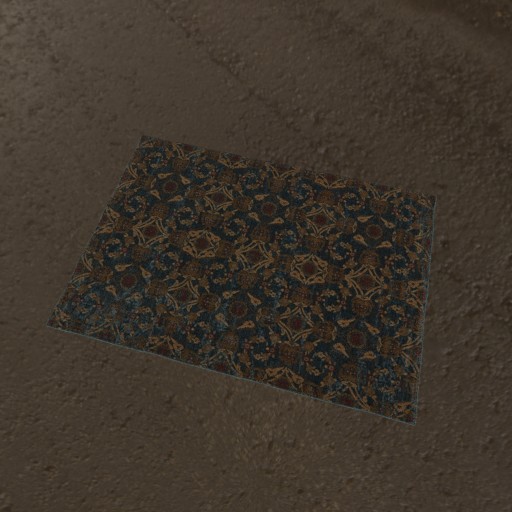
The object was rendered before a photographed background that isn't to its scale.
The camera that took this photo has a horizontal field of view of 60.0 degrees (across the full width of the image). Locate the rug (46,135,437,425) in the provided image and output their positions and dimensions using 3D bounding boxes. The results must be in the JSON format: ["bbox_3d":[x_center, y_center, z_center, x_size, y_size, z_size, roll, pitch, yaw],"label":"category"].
[{"bbox_3d":[0.000,0.000,4.309,3.291,0.013,2.337,13,63,7],"label":"rug"}]
